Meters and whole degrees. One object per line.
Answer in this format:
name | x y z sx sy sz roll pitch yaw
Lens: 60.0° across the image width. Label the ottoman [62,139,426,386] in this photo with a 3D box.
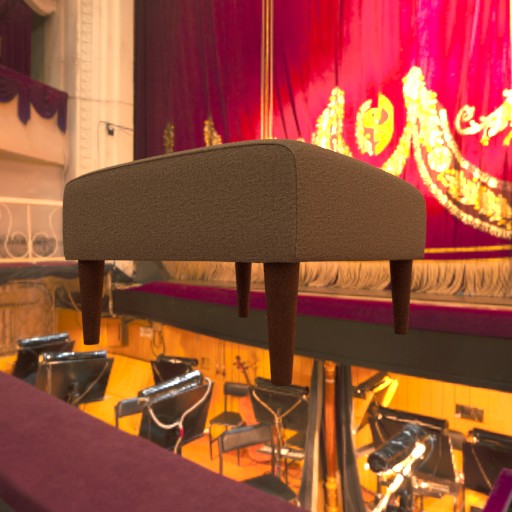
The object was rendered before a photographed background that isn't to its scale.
ottoman | 0.000 0.000 1.069 0.649 0.398 0.650 0 0 37
